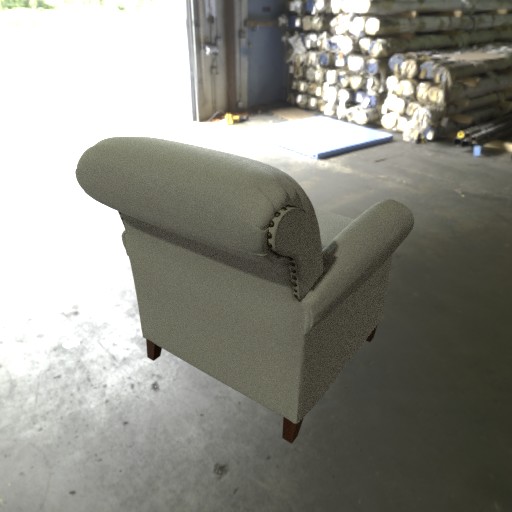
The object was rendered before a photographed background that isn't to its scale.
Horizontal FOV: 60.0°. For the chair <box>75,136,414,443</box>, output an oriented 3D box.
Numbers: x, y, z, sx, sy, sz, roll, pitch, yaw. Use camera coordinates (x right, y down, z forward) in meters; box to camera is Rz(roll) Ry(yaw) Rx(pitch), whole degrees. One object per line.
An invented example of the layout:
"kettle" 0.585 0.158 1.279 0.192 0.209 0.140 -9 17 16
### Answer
"chair" 0.000 0.000 1.578 0.854 0.927 0.890 20 36 31
